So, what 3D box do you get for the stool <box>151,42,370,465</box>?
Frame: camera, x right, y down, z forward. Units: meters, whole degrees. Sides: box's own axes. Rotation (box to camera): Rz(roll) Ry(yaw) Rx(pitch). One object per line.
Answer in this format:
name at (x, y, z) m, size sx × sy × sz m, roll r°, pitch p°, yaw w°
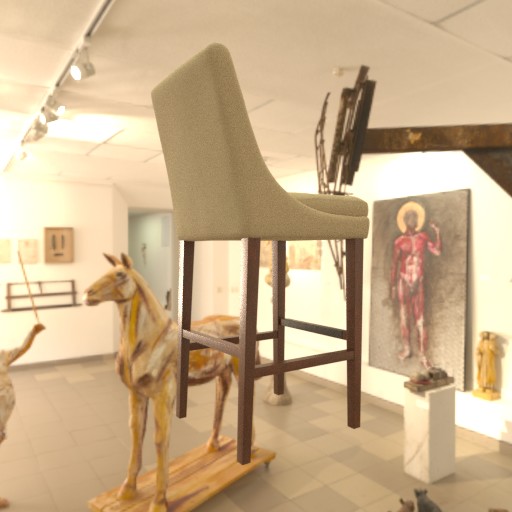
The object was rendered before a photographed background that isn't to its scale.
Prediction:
stool at (0.000, 0.000, 1.415) m, size 0.577 × 1.078 × 0.470 m, roll -1°, pitch 1°, yaw -35°
